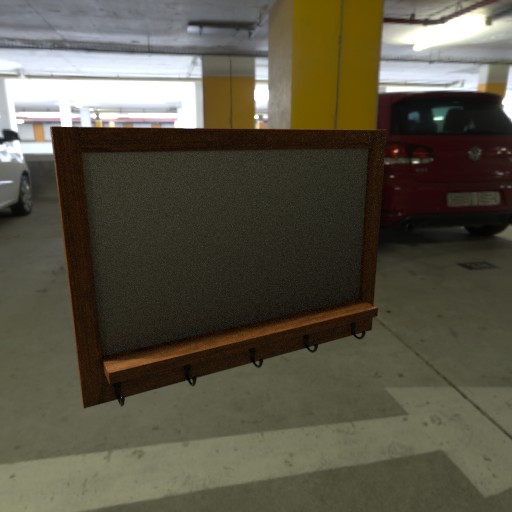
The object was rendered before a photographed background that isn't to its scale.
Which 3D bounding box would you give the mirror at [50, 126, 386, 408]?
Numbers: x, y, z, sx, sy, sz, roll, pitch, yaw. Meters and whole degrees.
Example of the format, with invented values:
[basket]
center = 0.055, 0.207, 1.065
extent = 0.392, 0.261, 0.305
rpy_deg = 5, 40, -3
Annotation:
[mirror]
center = 0.000, 0.000, 0.969
extent = 0.758, 0.537, 0.084
rpy_deg = -8, 17, -28
